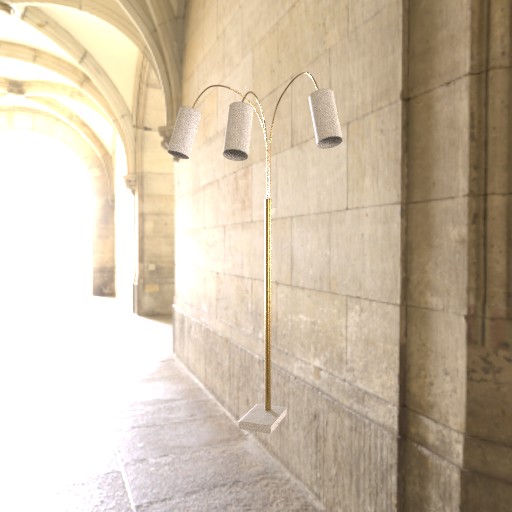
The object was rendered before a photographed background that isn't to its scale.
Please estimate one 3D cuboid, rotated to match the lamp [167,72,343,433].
[{"bbox_3d":[0.000,0.000,2.552,1.020,2.055,0.667,1,2,21],"label":"lamp"}]
